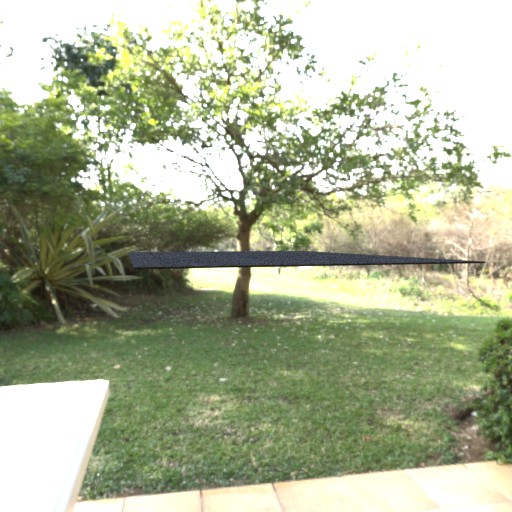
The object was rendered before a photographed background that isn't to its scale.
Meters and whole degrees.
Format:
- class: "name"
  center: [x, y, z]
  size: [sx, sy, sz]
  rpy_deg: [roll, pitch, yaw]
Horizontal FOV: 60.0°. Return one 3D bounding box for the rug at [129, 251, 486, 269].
- class: "rug"
  center: [0.000, 0.000, 2.928]
  size: [1.600, 0.008, 2.235]
  rpy_deg: [-1, 2, -16]
